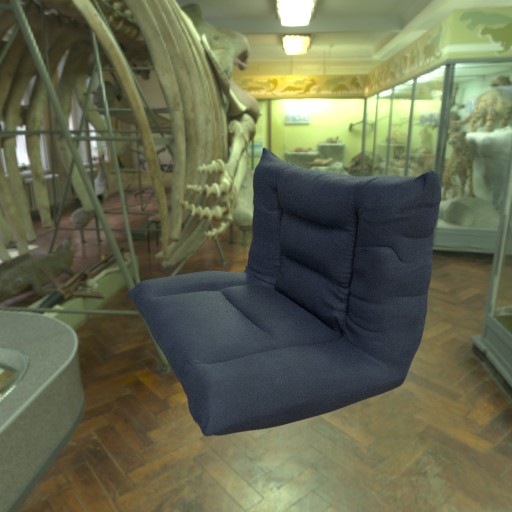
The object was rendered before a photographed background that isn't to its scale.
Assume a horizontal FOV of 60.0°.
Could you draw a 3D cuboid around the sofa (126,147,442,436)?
[{"bbox_3d":[0.000,0.000,1.726,0.849,0.778,1.122,-7,17,-24],"label":"sofa"}]
